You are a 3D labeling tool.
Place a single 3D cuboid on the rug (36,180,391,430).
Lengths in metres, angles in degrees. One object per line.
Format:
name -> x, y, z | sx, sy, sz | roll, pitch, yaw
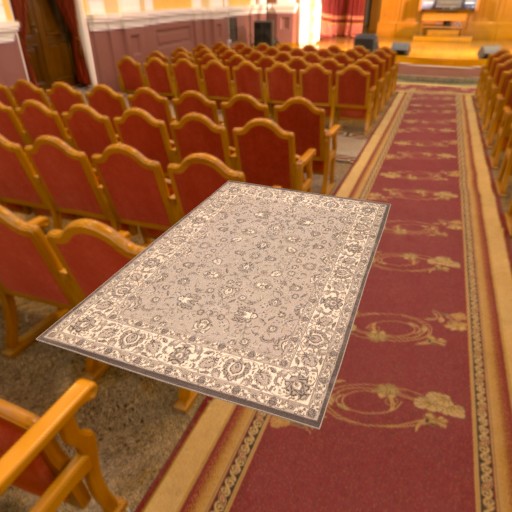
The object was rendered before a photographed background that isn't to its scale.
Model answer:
rug -> 0.000, 0.000, 3.035 | 1.524, 0.011, 2.438 | 11, 33, 18
